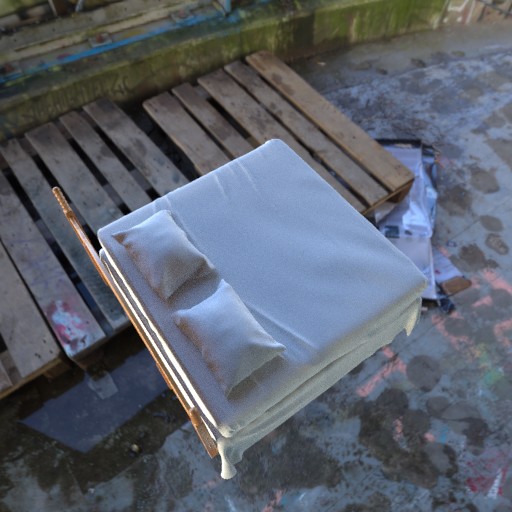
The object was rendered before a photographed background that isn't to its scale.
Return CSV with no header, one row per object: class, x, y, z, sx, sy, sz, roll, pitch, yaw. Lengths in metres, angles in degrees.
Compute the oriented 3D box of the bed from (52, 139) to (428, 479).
bed,0.000,0.000,3.607,2.219,1.355,2.322,-31,63,-18
